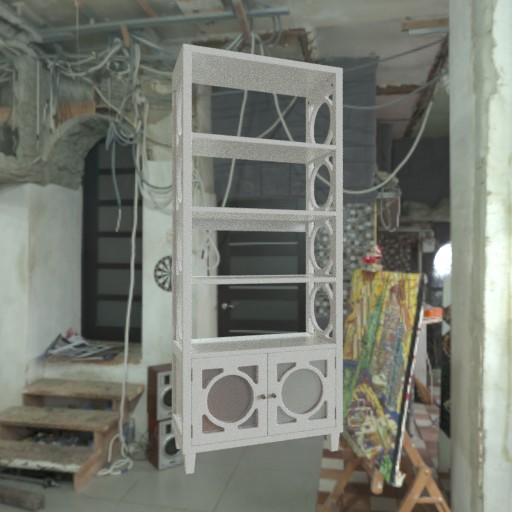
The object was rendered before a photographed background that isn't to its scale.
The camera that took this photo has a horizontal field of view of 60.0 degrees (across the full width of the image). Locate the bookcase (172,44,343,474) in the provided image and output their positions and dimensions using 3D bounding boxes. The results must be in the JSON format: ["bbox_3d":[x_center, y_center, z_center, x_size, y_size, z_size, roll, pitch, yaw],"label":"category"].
[{"bbox_3d":[0.000,0.000,2.140,0.761,1.869,0.361,0,0,-19],"label":"bookcase"}]
